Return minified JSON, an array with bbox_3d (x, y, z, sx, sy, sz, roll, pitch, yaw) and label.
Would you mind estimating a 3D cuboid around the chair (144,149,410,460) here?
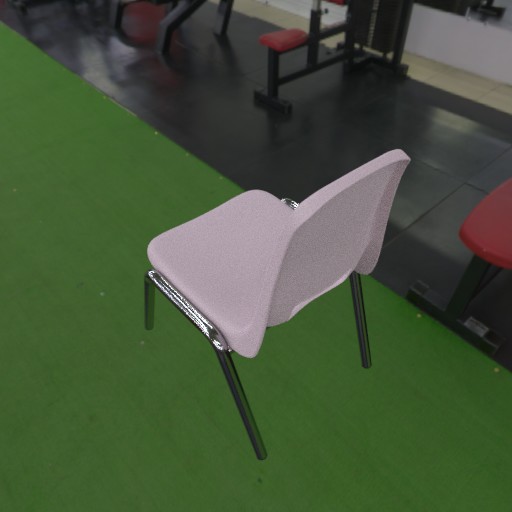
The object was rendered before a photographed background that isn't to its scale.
[{"bbox_3d":[0.000,0.000,0.823,0.354,0.586,0.423,-31,53,-27],"label":"chair"}]
